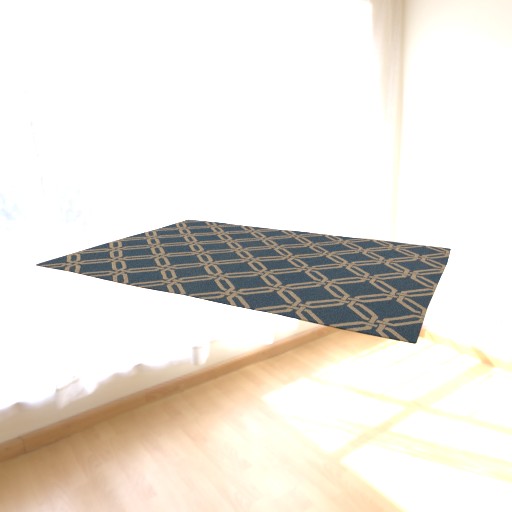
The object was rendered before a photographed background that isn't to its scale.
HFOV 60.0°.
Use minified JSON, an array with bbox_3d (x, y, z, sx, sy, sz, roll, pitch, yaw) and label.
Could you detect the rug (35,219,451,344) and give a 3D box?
[{"bbox_3d":[0.000,0.000,2.745,2.135,0.013,1.524,8,18,26],"label":"rug"}]
